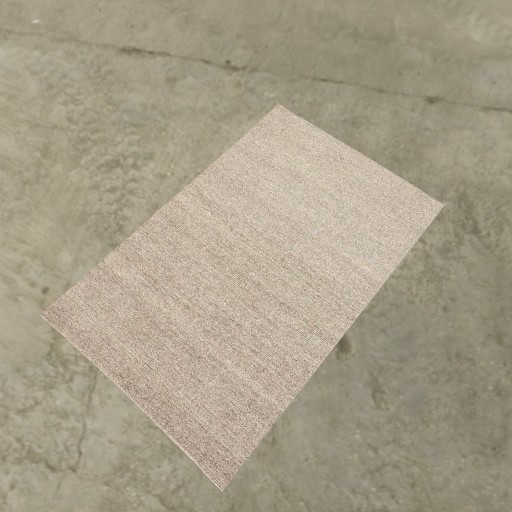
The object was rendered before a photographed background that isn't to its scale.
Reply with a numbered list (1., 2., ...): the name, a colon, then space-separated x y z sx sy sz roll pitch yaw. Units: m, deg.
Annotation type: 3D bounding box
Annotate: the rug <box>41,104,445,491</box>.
1. rug: 0.000 0.000 2.234 1.154 0.021 1.792 37 68 17
